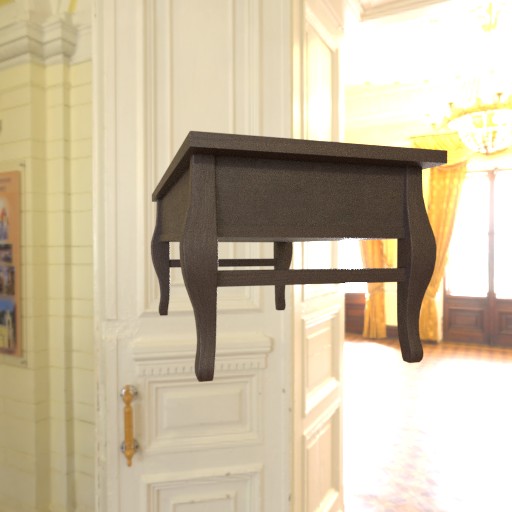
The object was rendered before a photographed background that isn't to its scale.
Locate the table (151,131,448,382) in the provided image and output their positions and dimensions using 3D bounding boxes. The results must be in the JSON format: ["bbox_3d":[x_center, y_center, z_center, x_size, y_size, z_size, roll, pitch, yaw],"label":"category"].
[{"bbox_3d":[0.000,0.000,1.430,0.600,0.494,1.062,0,1,-17],"label":"table"}]
